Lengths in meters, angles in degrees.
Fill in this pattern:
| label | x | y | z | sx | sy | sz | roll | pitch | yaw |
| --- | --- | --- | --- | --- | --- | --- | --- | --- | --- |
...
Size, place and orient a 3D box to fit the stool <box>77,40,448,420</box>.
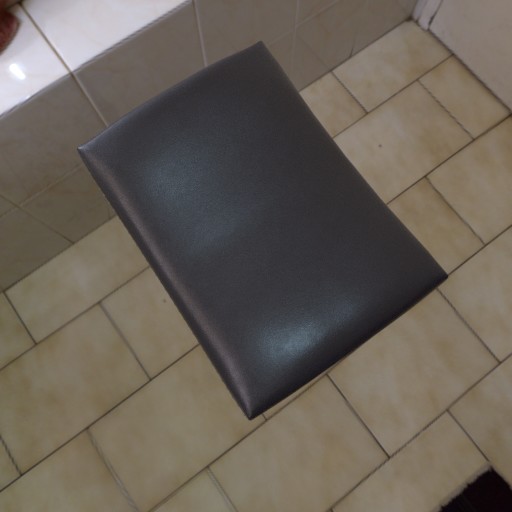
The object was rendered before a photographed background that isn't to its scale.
| label | x | y | z | sx | sy | sz | roll | pitch | yaw |
| --- | --- | --- | --- | --- | --- | --- | --- | --- | --- |
| stool | 0.000 | 0.000 | 0.962 | 0.372 | 0.654 | 0.504 | -33 | 79 | -8 |
